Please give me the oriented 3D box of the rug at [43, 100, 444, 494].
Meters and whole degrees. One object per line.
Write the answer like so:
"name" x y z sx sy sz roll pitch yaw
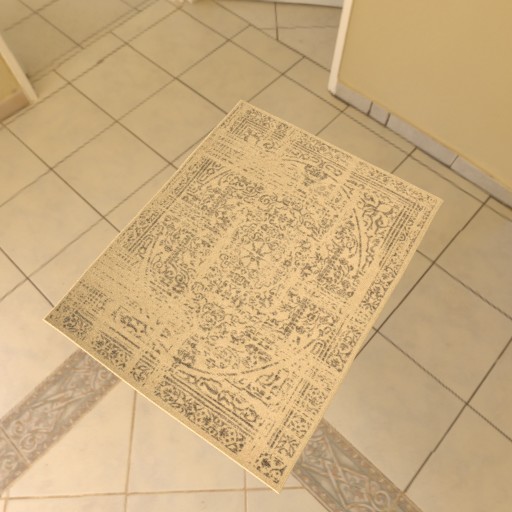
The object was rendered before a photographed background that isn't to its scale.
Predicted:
"rug" 0.000 0.000 3.893 2.311 0.032 2.921 31 68 14
